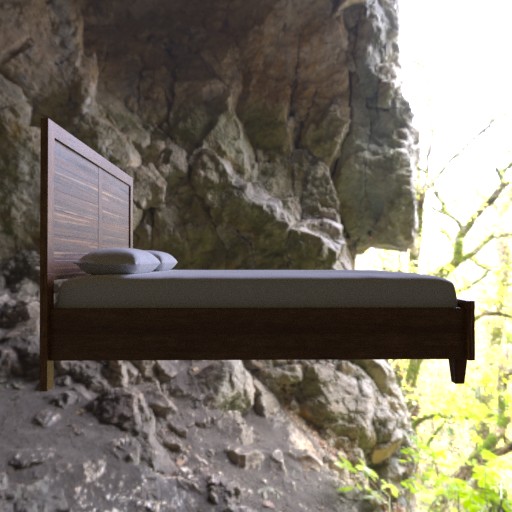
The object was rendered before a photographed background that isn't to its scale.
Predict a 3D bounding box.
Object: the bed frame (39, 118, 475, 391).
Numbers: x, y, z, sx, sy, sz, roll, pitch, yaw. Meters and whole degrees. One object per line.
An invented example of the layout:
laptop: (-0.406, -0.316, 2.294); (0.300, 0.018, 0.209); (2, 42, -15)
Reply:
bed frame: (0.000, 0.000, 3.163); (2.276, 1.417, 1.696); (0, -1, -1)
